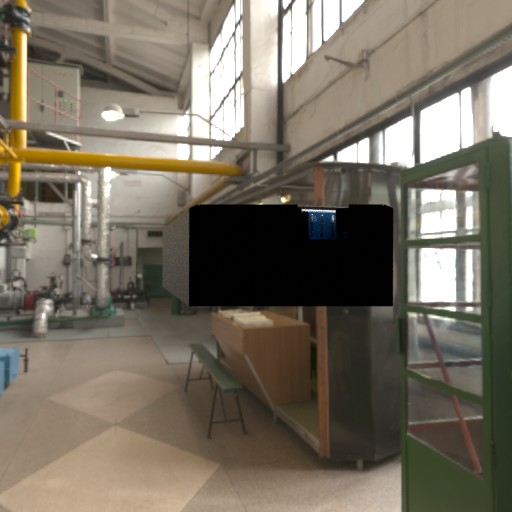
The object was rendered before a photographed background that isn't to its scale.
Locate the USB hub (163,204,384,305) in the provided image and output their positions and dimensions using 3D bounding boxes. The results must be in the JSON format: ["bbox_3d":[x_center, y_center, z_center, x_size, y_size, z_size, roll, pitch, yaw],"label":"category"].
[{"bbox_3d":[0.000,0.000,0.127,0.044,0.023,0.110,0,0,-17],"label":"USB hub"}]
